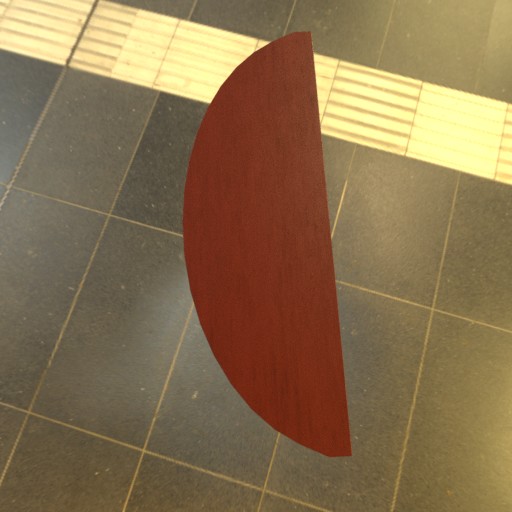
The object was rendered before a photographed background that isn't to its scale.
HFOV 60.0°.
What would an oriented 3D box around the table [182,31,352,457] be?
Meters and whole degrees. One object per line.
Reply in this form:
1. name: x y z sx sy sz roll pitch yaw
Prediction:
1. table: 0.000 0.000 1.593 0.405 0.779 1.219 -3 75 -1
